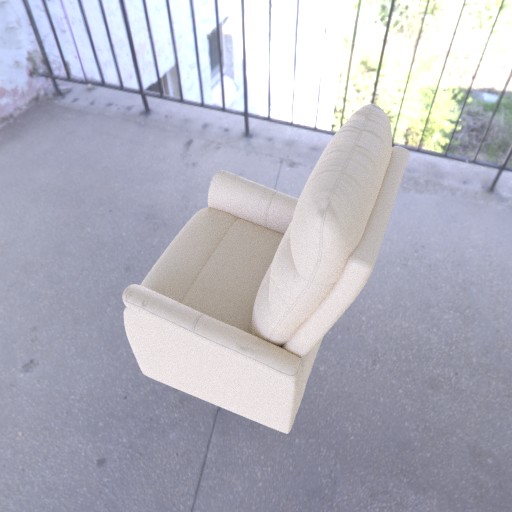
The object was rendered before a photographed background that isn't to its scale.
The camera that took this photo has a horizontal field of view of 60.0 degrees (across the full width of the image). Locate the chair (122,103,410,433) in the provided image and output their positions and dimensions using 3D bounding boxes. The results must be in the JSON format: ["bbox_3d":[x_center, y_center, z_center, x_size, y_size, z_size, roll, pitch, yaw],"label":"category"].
[{"bbox_3d":[0.000,0.000,1.629,0.831,1.082,0.775,17,50,15],"label":"chair"}]
